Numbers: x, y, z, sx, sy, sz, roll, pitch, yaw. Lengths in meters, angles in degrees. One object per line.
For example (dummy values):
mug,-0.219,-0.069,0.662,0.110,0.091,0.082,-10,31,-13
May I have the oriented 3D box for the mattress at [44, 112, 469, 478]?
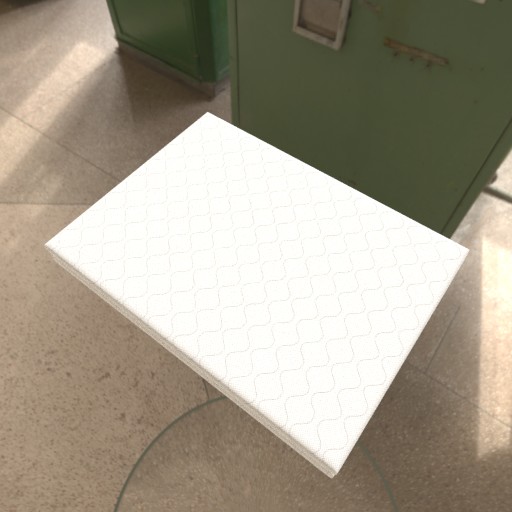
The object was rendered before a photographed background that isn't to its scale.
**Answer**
mattress,0.000,0.000,2.516,1.900,0.200,1.400,32,63,19
